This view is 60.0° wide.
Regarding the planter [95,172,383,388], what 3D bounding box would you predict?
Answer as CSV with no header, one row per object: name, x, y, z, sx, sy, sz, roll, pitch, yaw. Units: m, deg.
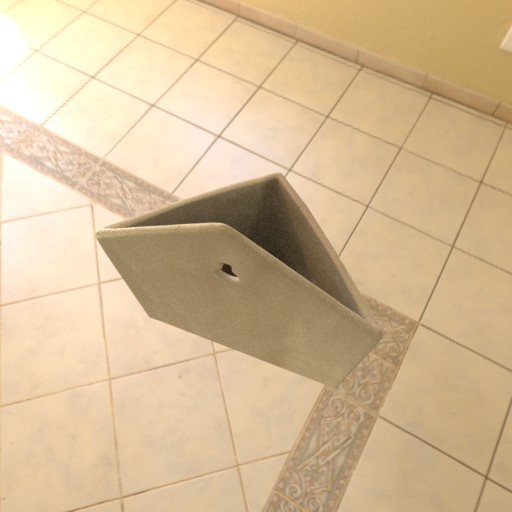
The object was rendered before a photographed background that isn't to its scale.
planter,0.000,0.000,0.279,0.163,0.194,0.080,19,65,9
